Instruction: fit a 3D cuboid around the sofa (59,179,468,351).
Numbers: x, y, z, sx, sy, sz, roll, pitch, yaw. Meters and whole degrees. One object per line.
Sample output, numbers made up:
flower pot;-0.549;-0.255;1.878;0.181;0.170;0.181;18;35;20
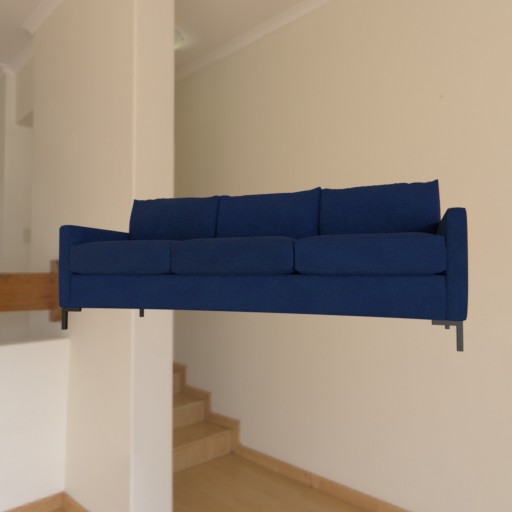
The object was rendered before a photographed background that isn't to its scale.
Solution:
sofa;0.000;0.000;2.660;2.252;0.879;0.875;-1;-2;20
